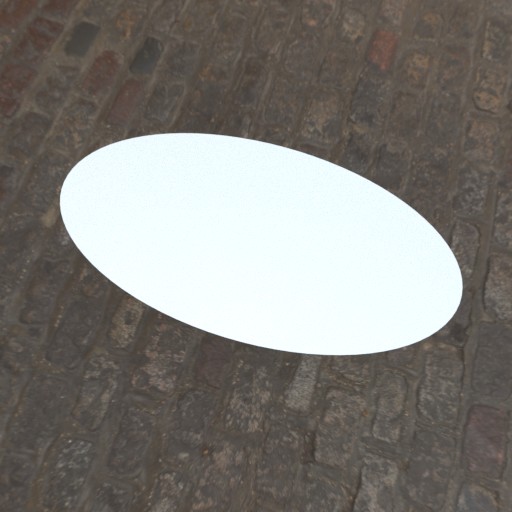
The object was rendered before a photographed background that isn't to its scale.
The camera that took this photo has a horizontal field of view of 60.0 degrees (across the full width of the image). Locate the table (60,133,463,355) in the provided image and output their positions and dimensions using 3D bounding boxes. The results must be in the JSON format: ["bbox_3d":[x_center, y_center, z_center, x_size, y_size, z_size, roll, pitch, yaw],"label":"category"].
[{"bbox_3d":[0.000,0.000,1.345,1.083,0.390,0.542,16,76,4],"label":"table"}]
